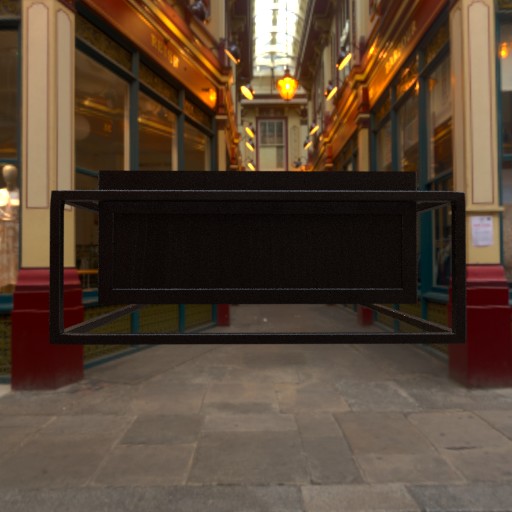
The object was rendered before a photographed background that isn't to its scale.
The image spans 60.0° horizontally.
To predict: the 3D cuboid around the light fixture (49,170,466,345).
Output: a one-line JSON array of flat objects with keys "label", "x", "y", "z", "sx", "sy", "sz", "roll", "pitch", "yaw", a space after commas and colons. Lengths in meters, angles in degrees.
[{"label": "light fixture", "x": 0.000, "y": 0.000, "z": 0.690, "sx": 0.441, "sy": 0.191, "sz": 0.441, "roll": 0, "pitch": -1, "yaw": -1}]
